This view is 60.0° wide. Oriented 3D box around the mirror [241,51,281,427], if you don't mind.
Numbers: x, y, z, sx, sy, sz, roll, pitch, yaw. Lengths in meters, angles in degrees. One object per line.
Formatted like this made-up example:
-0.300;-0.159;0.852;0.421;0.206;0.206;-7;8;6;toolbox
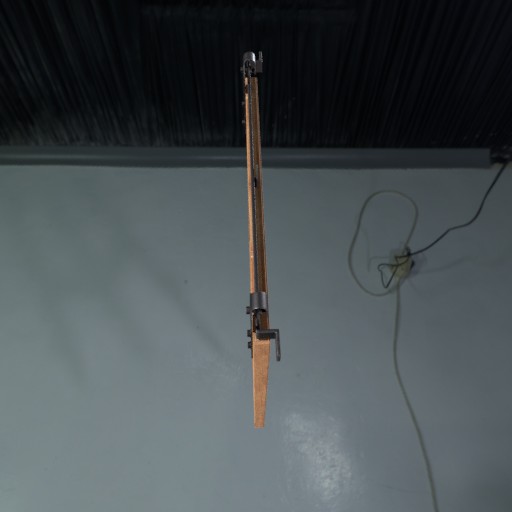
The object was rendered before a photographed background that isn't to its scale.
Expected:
0.000;0.000;1.210;0.054;0.800;0.805;-2;58;-1;mirror
